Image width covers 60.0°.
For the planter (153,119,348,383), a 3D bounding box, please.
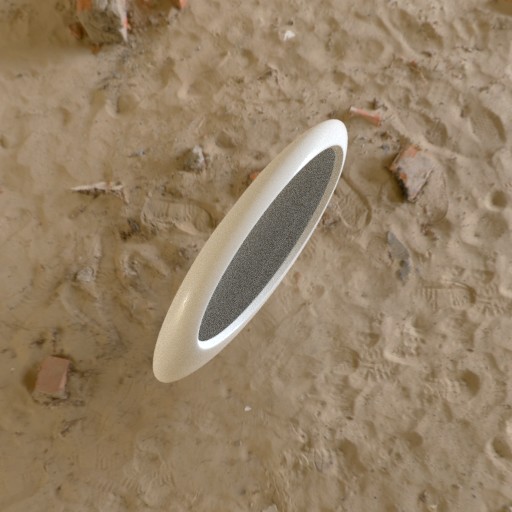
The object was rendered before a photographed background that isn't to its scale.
[{"bbox_3d":[0.000,0.000,0.275,0.043,0.188,0.185,35,79,8],"label":"planter"}]
